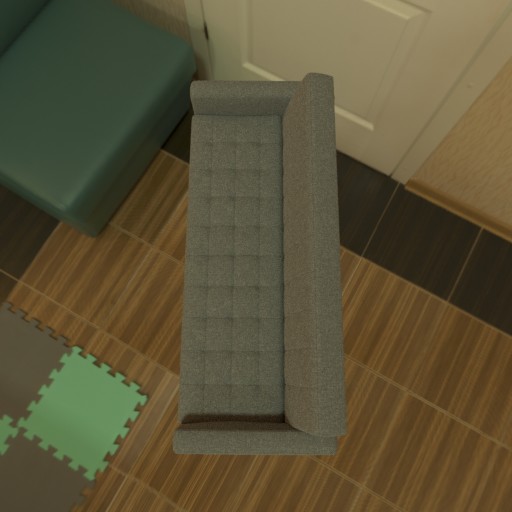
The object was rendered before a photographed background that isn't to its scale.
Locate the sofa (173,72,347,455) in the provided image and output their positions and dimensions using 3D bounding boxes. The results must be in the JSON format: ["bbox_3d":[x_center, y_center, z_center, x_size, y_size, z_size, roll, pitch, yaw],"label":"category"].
[{"bbox_3d":[0.000,0.000,2.501,0.810,0.850,2.040,0,76,0],"label":"sofa"}]
